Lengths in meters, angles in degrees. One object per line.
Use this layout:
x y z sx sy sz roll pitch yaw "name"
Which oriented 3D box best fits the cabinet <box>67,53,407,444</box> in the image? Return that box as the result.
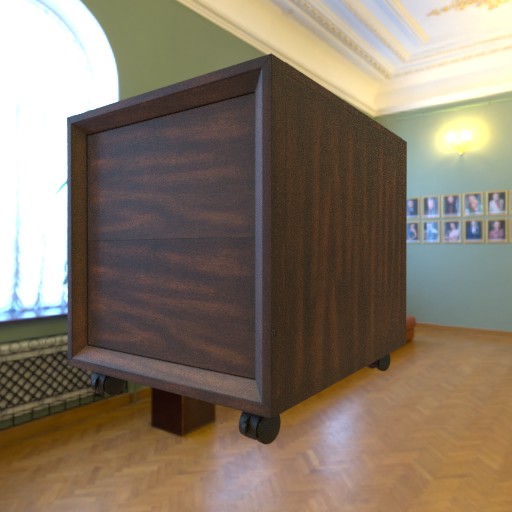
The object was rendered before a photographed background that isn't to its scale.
0.000 0.000 0.811 0.402 0.455 0.500 0 1 36 "cabinet"
